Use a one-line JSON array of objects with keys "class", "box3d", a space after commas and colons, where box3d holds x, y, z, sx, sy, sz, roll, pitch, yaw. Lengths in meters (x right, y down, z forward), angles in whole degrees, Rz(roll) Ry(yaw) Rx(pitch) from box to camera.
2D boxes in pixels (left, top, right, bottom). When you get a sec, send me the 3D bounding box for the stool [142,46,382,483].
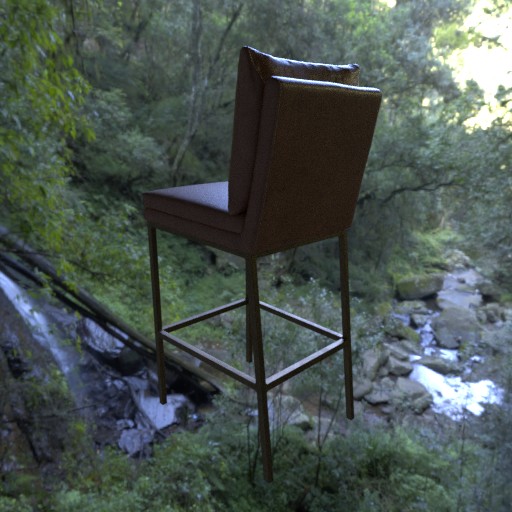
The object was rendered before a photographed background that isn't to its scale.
[{"class": "stool", "box3d": [0.000, 0.000, 1.403, 0.463, 1.124, 0.571, -15, 22, -42]}]
